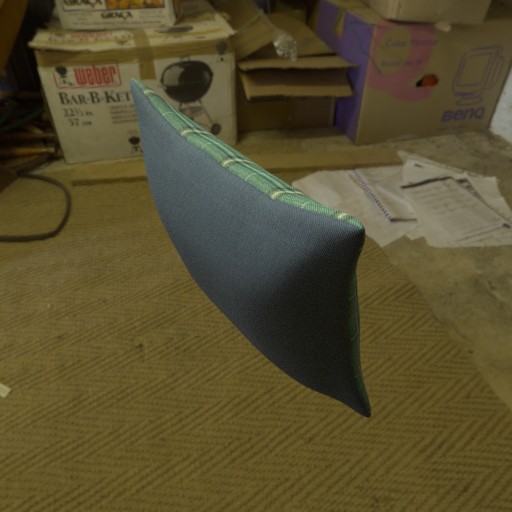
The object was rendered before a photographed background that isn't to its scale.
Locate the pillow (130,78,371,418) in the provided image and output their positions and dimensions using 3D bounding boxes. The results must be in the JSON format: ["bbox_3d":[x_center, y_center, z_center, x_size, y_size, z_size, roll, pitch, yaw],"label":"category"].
[{"bbox_3d":[0.000,0.000,0.672,0.200,0.430,0.453,-26,47,-27],"label":"pillow"}]
